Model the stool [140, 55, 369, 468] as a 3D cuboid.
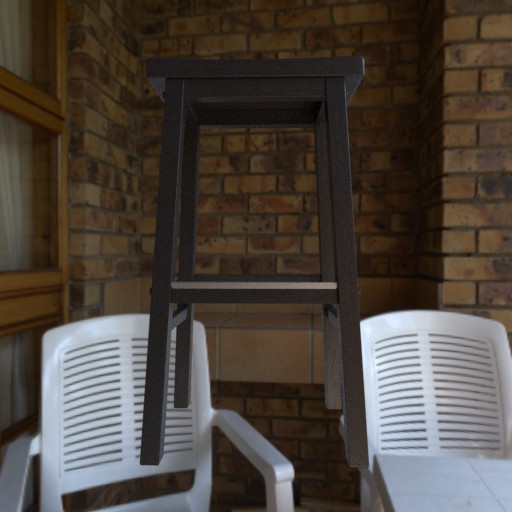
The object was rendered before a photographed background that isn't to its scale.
[{"bbox_3d":[0.000,0.000,0.939,0.406,0.742,0.322,0,1,1],"label":"stool"}]
